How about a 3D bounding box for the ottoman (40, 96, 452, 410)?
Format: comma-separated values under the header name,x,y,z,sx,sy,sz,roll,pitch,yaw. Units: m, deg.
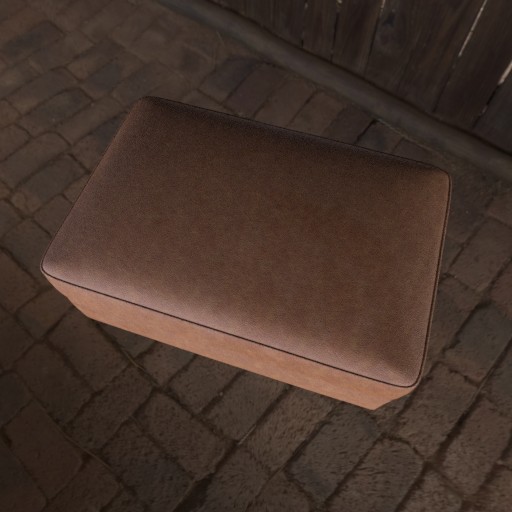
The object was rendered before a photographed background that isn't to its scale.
name,x,y,z,sx,sy,sz,roll,pitch,yaw
ottoman,0.000,0.000,1.193,0.864,0.483,0.584,16,65,8
